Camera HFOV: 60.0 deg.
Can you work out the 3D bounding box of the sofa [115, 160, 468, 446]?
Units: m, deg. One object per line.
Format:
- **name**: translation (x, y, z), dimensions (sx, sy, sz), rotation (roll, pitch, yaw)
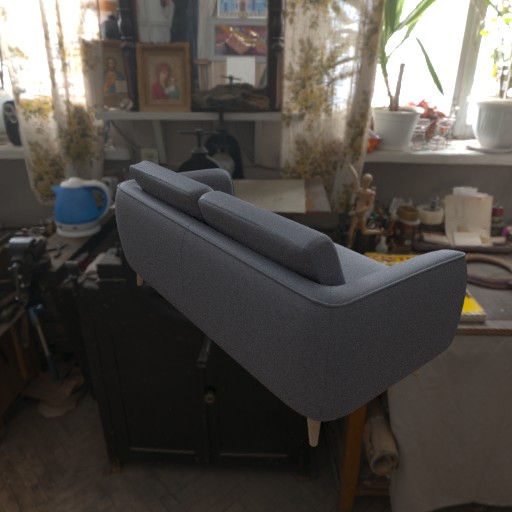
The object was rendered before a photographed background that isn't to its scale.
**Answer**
- **sofa**: translation (0.000, 0.000, 2.506), dimensions (0.920, 0.870, 2.000), rotation (-18, 30, -33)
